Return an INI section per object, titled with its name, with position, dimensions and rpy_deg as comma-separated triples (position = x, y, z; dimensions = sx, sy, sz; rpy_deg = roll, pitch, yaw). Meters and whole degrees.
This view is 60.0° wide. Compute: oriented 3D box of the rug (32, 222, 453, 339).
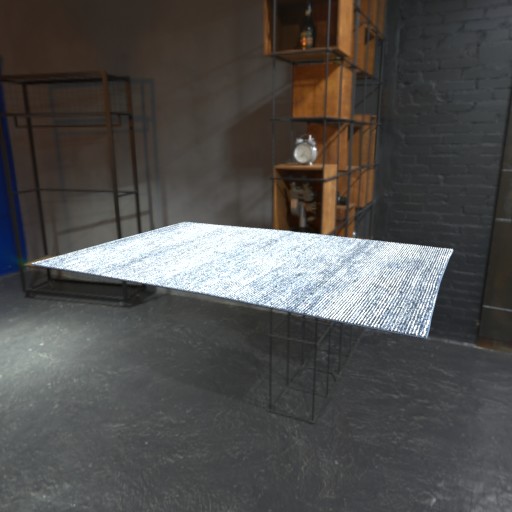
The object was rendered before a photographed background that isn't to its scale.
[rug]
position = 0.000, 0.000, 2.965
dimensions = 2.349, 0.030, 1.624
rpy_deg = 8, 17, 26
